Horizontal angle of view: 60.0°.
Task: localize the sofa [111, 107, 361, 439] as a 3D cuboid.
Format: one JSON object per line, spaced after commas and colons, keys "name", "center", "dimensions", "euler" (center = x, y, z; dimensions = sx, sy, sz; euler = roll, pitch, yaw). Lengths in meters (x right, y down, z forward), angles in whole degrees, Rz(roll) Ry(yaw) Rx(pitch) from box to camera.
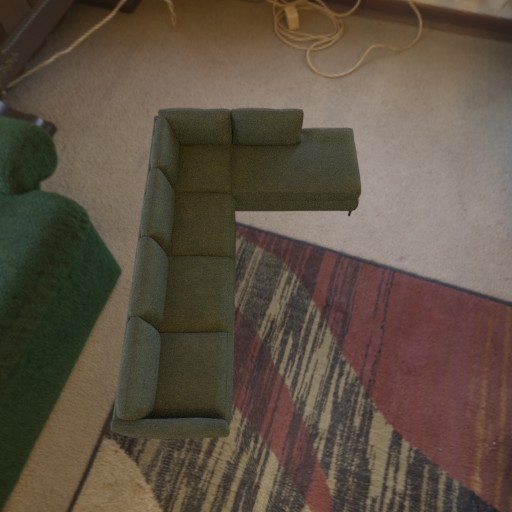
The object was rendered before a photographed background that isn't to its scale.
{"name": "sofa", "center": [0.000, 0.000, 3.861], "dimensions": [2.007, 0.815, 2.949], "euler": [0, 63, 0]}
